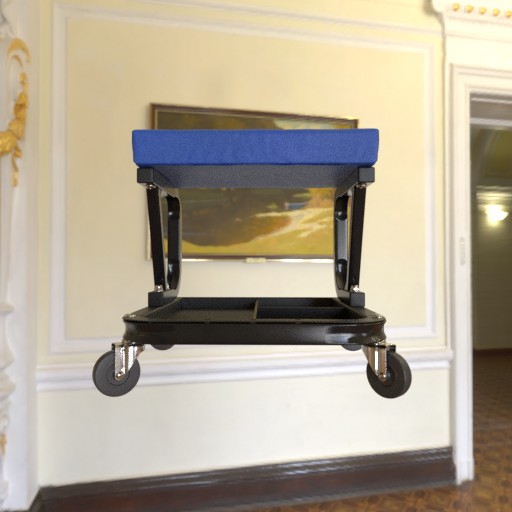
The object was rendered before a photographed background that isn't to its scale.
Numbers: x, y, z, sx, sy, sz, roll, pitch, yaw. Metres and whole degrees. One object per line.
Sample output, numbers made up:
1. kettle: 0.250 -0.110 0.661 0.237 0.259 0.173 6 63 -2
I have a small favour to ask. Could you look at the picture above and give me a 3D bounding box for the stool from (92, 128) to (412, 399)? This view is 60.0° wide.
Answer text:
1. stool: 0.000 0.000 0.740 0.446 0.380 0.371 0 0 1
